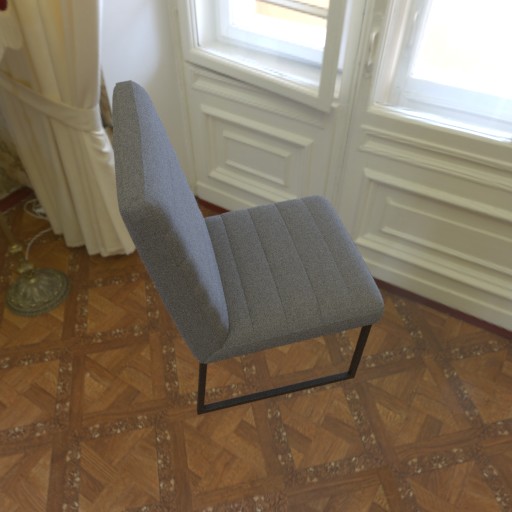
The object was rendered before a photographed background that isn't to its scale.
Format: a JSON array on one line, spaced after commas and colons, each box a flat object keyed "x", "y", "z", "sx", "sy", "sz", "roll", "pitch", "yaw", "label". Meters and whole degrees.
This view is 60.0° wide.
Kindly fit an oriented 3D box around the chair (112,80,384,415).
[{"x": 0.000, "y": 0.000, "z": 1.323, "sx": 0.634, "sy": 0.930, "sz": 0.520, "roll": -10, "pitch": 48, "yaw": -9, "label": "chair"}]
